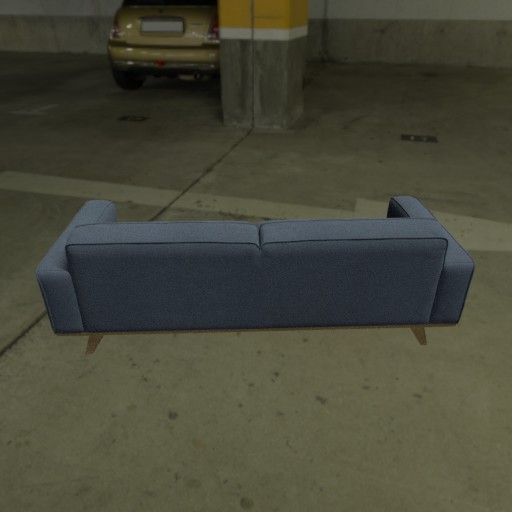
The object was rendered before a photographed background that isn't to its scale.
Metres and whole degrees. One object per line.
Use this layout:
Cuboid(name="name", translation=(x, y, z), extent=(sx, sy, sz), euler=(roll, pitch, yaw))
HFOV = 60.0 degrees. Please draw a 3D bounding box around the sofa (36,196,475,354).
Cuboid(name="sofa", translation=(0.000, 0.000, 2.717), extent=(2.270, 0.782, 0.953), euler=(-1, 30, -2))
